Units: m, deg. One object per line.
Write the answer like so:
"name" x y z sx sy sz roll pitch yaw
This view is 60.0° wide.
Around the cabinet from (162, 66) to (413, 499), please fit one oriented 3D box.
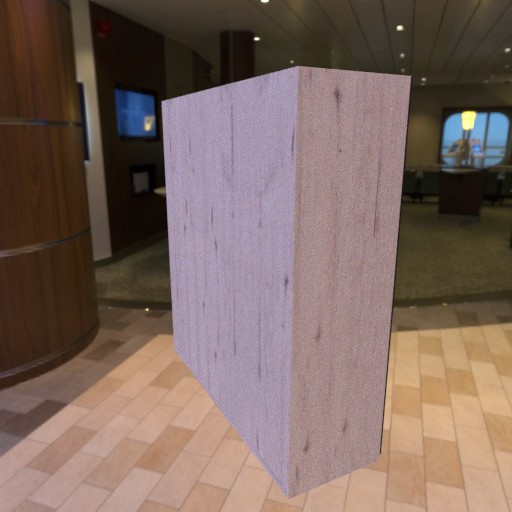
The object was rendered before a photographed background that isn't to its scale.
"cabinet" 0.000 0.000 3.127 0.660 2.180 2.000 -8 17 -27
